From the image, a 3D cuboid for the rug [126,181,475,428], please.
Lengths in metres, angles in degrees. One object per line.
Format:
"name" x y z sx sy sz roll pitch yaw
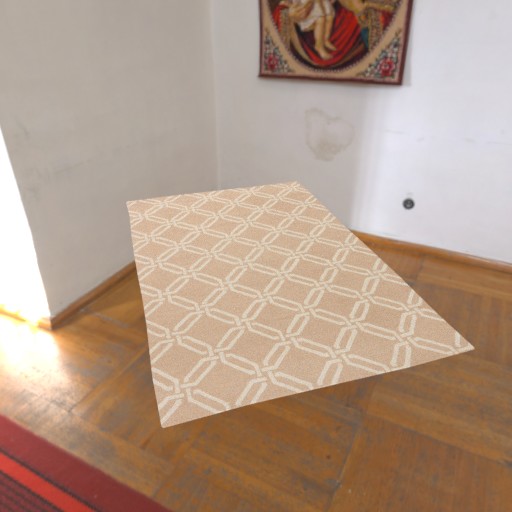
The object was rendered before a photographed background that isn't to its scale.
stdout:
"rug" 0.000 0.000 2.180 1.146 0.010 1.745 -9 32 -15
